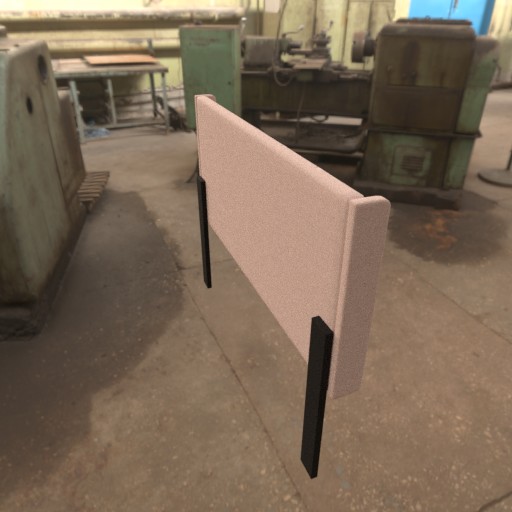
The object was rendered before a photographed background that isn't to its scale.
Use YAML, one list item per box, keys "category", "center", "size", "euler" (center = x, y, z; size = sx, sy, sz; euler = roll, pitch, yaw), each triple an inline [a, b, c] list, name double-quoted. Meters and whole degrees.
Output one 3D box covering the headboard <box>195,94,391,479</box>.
- category: "headboard"
  center: [0.000, 0.000, 2.682]
  size: [0.184, 1.524, 2.051]
  euler: [-11, 32, -19]
